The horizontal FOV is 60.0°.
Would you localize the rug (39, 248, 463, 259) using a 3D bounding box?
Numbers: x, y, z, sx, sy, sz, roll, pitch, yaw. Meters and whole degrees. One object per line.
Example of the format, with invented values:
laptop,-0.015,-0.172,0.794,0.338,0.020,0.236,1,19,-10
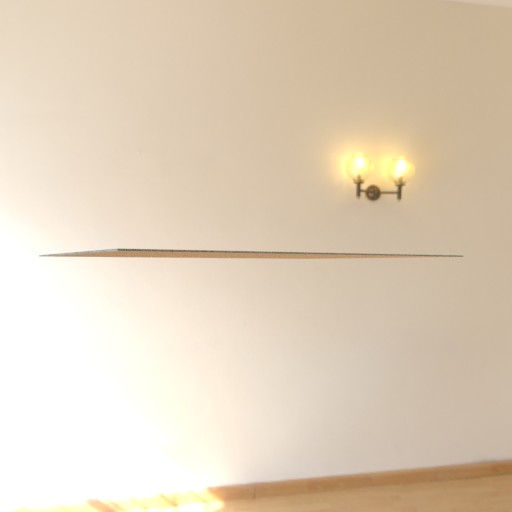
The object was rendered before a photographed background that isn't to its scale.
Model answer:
rug,0.000,0.000,2.183,1.752,0.006,1.142,1,-1,-36
